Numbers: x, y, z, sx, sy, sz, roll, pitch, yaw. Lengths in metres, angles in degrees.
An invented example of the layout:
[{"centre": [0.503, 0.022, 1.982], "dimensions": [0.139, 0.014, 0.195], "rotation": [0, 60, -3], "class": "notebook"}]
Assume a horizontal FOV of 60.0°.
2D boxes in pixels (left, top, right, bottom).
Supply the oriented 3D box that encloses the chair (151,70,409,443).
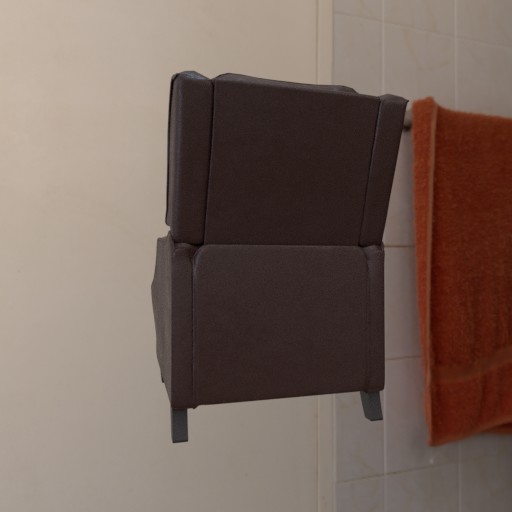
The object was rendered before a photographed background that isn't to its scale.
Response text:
[{"centre": [0.000, 0.000, 1.755], "dimensions": [0.770, 1.132, 0.982], "rotation": [0, -1, -16], "class": "chair"}]
